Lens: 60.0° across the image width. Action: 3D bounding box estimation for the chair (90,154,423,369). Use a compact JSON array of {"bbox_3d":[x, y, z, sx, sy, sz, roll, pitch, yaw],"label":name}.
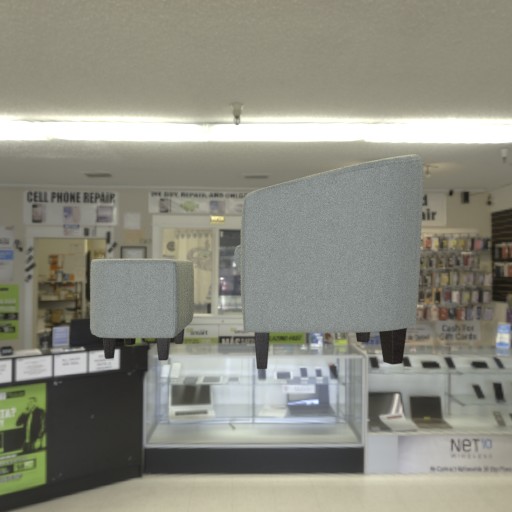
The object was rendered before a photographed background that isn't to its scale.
[{"bbox_3d":[0.000,0.000,1.774,1.288,0.757,0.756,0,-1,0],"label":"chair"}]
